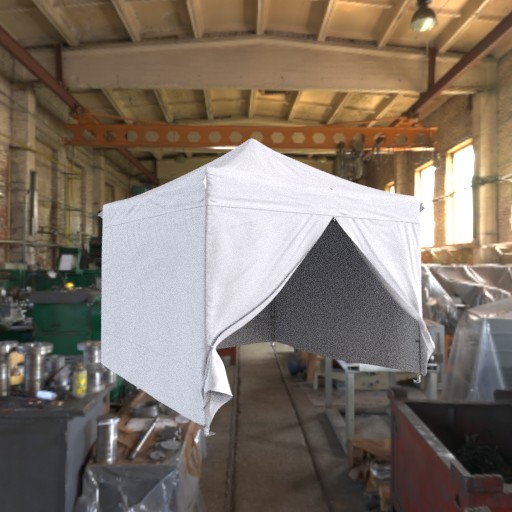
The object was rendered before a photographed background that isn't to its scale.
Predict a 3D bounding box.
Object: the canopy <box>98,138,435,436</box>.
[{"bbox_3d":[0.000,0.000,5.587,3.043,2.997,3.121,1,-1,-35],"label":"canopy"}]
